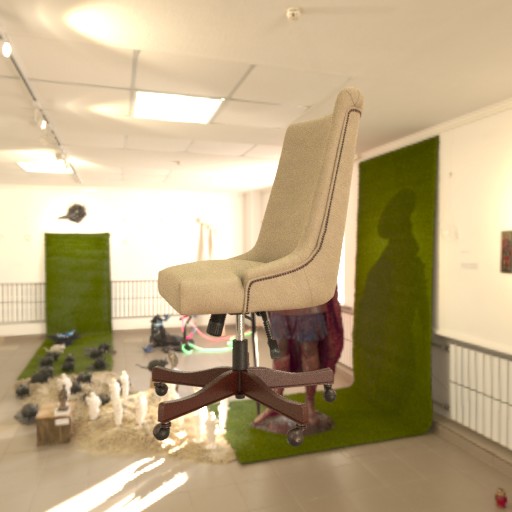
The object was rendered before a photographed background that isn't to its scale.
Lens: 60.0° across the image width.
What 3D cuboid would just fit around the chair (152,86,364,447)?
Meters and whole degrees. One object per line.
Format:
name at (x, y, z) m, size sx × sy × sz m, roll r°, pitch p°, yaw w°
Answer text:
chair at (0.000, 0.000, 1.460) m, size 0.696 × 1.010 × 0.645 m, roll 0°, pitch 1°, yaw -18°
